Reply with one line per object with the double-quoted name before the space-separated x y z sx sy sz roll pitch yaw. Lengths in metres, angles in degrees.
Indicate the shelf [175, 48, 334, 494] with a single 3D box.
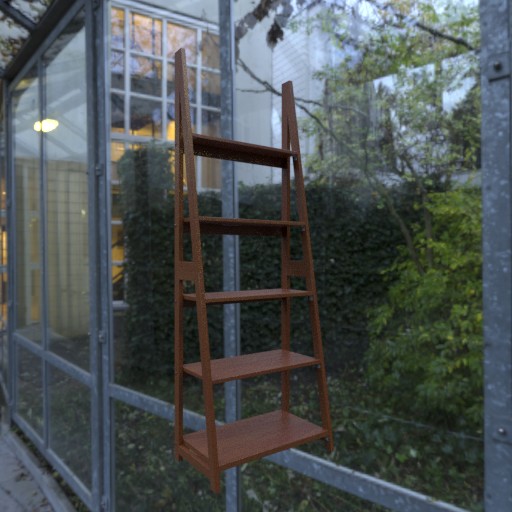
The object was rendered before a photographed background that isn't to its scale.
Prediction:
"shelf" 0.000 0.000 1.984 0.630 1.780 0.356 0 0 -36
